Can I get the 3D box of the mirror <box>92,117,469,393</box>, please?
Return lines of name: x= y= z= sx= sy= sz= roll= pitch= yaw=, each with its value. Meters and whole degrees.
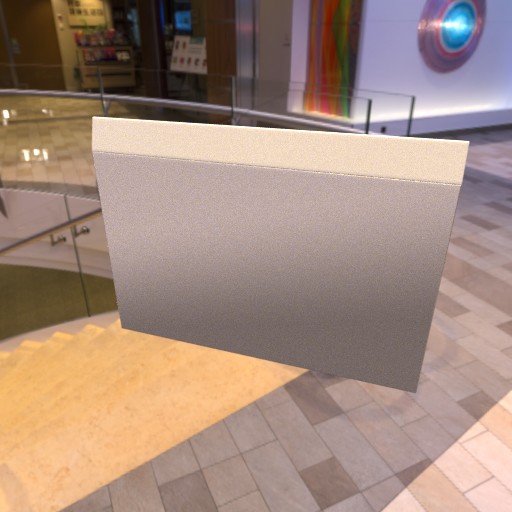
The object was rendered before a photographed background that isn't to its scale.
mirror: x=0.000 y=0.000 z=1.121 sx=0.870 sy=0.630 sz=0.030 roll=9 pitch=28 yaw=17
